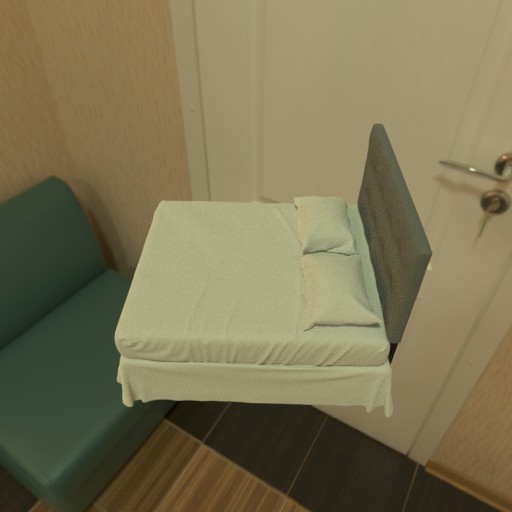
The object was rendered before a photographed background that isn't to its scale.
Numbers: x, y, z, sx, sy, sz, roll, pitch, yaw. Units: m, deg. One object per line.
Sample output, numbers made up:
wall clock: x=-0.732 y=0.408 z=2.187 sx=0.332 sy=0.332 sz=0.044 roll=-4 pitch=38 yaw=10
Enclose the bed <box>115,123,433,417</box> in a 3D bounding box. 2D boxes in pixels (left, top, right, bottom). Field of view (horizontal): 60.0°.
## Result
bed: x=0.000 y=0.000 z=3.623 sx=2.222 sy=1.577 sz=1.936 roll=1 pitch=42 yaw=2
